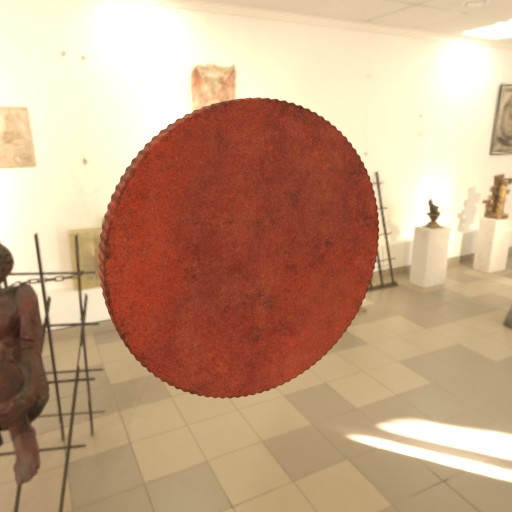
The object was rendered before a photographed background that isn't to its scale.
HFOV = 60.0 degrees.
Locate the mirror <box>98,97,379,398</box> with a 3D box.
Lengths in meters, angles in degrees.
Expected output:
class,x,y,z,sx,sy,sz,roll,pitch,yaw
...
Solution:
class,x,y,z,sx,sy,sz,roll,pitch,yaw
mirror,0.000,0.000,0.907,0.609,0.609,0.056,-8,18,-26
